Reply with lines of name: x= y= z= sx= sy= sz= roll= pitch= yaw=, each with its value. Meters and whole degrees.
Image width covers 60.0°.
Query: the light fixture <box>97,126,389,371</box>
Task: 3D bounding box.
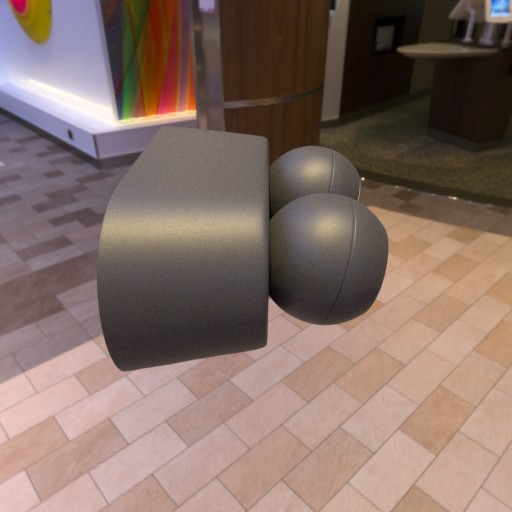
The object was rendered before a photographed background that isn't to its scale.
light fixture: x=0.000 y=0.000 z=0.335 sx=0.159 sy=0.159 sz=0.229 roll=1 pitch=32 yaw=1
